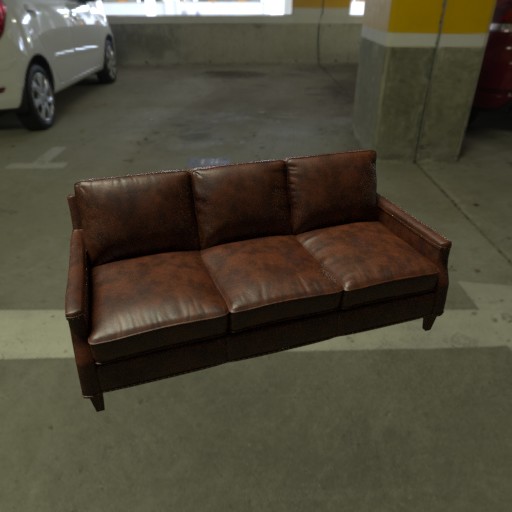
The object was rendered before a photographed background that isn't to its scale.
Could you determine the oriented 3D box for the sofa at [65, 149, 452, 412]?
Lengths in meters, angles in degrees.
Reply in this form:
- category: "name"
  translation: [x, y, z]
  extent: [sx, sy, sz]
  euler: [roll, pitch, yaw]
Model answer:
- category: "sofa"
  translation: [0.000, 0.000, 2.830]
  extent: [2.240, 1.003, 1.084]
  euler: [-10, 32, -16]
